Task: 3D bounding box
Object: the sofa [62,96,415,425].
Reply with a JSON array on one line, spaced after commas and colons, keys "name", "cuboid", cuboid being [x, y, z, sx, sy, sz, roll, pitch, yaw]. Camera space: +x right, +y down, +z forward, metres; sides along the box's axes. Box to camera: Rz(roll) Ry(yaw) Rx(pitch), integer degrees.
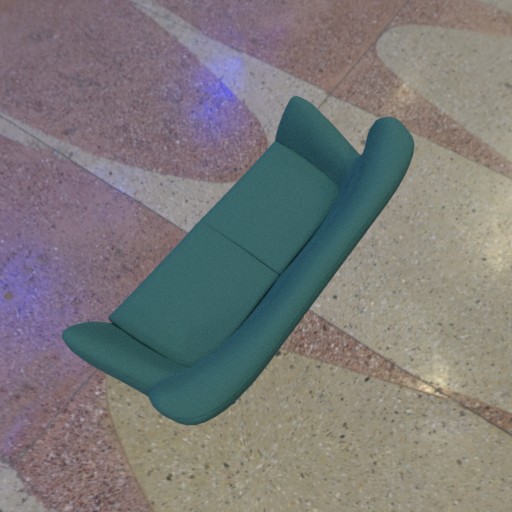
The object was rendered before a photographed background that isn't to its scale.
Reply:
[{"name": "sofa", "cuboid": [0.000, 0.000, 2.432, 0.889, 0.890, 1.930, 34, 69, 15]}]
